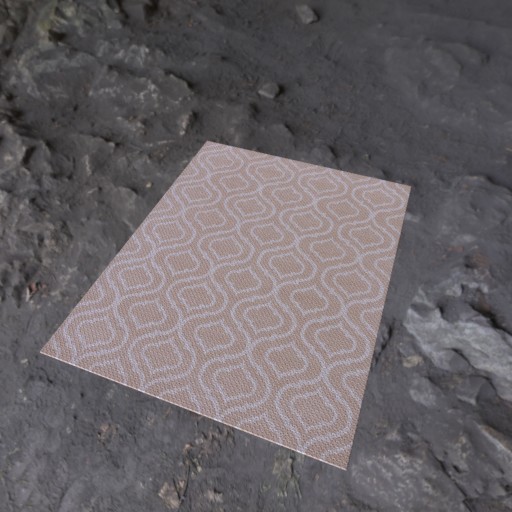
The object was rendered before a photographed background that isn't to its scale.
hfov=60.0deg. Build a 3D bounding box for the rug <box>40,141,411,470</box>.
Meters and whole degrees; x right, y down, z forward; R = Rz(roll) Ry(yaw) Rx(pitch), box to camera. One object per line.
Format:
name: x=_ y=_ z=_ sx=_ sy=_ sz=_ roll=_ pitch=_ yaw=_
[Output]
rug: x=0.000 y=0.000 z=3.878 sx=2.286 sy=0.013 sz=2.894 roll=16 pitch=50 yaw=14
